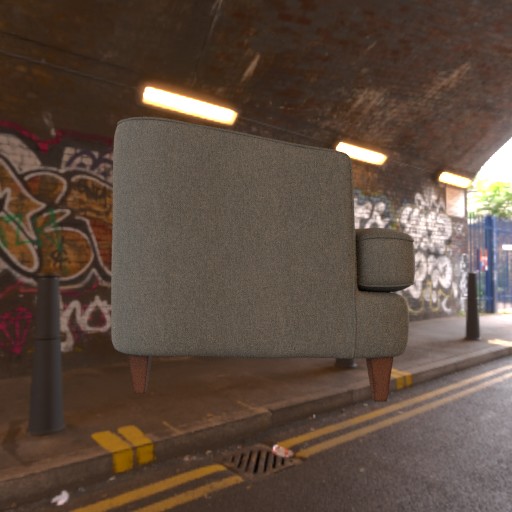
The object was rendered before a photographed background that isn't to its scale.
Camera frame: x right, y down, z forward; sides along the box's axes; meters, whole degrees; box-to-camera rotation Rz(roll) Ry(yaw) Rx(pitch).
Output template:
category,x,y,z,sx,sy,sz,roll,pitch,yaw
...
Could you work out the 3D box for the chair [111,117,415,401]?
category,x,y,z,sx,sy,sz,roll,pitch,yaw
chair,0.000,0.000,1.753,0.945,0.852,1.094,0,-2,0
